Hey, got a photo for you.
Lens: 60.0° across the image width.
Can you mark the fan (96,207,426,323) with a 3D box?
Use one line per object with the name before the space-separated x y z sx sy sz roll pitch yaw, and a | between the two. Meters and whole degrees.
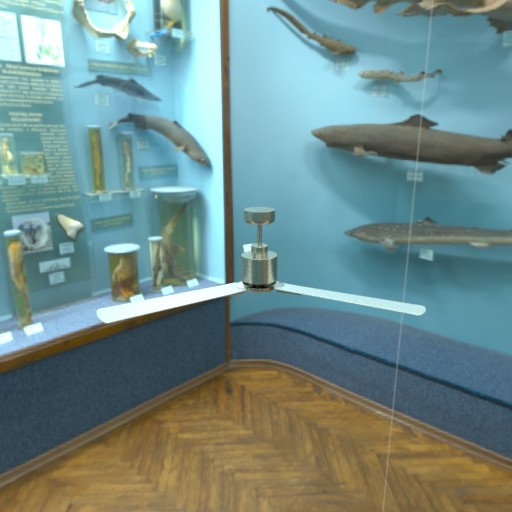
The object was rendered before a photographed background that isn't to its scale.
fan | 0.000 0.000 2.339 1.561 0.446 1.531 15 22 43
